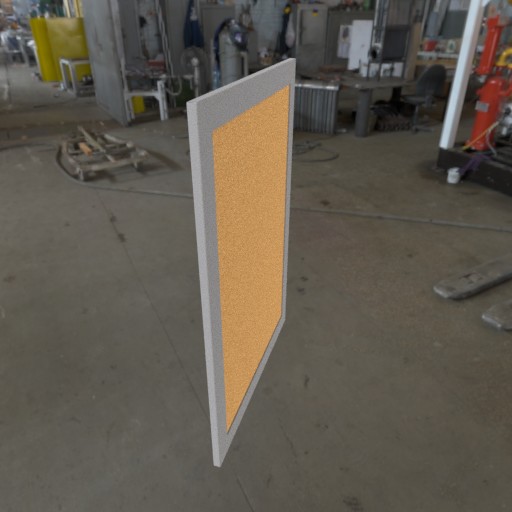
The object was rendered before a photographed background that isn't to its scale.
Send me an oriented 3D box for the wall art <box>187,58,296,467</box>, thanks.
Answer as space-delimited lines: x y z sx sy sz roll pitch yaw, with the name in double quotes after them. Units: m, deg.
0.000 0.000 0.690 0.012 0.529 0.374 9 31 16 "wall art"
